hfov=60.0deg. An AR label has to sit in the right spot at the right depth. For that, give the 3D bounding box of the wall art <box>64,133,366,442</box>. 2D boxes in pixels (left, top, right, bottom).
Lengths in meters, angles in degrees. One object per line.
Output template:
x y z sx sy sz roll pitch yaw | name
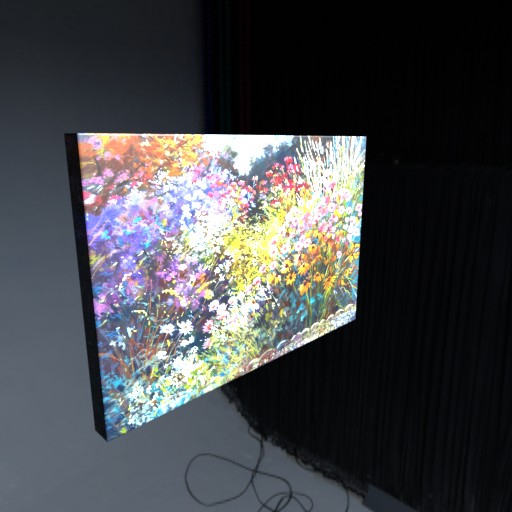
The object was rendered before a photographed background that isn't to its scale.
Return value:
0.000 0.000 0.775 0.610 0.406 0.037 -14 20 -43 | wall art
